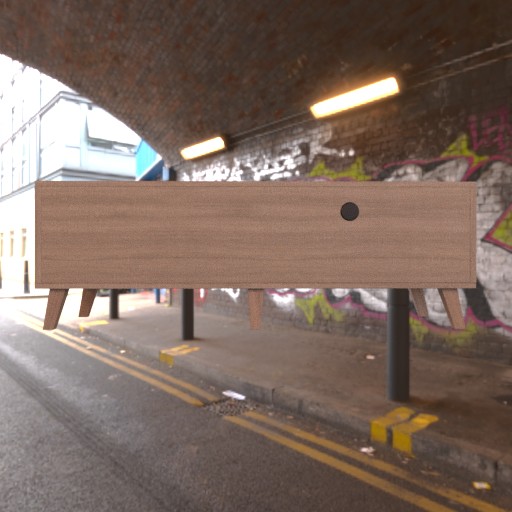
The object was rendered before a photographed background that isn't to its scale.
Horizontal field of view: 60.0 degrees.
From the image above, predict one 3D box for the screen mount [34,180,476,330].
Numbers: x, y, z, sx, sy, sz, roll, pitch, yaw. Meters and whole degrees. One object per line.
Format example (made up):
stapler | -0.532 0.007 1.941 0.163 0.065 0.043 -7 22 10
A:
screen mount | 0.000 0.000 1.700 1.500 0.509 0.401 0 0 -1
